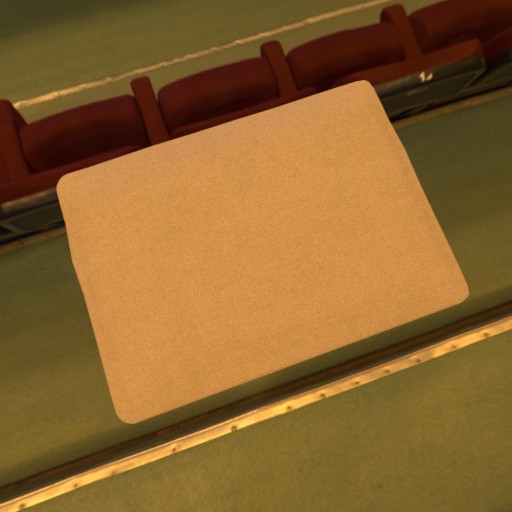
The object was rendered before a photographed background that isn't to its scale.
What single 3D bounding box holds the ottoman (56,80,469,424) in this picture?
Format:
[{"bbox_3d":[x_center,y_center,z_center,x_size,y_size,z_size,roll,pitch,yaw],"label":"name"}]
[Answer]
[{"bbox_3d":[0.000,0.000,1.238,0.846,0.503,0.617,-19,77,-5],"label":"ottoman"}]
